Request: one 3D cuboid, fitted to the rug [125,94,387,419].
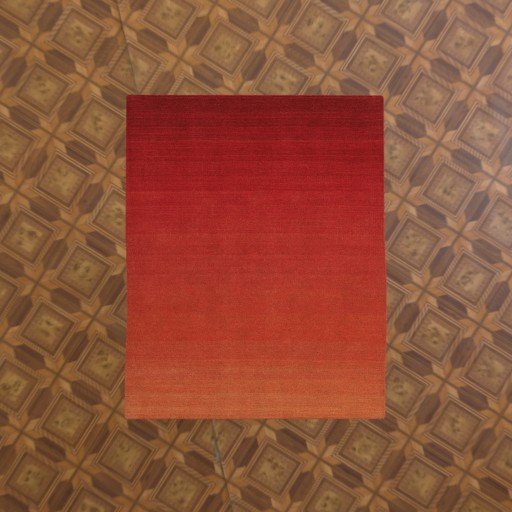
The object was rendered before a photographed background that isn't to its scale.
[{"bbox_3d":[0.000,0.000,3.970,2.340,0.028,2.905,0,89,0],"label":"rug"}]
